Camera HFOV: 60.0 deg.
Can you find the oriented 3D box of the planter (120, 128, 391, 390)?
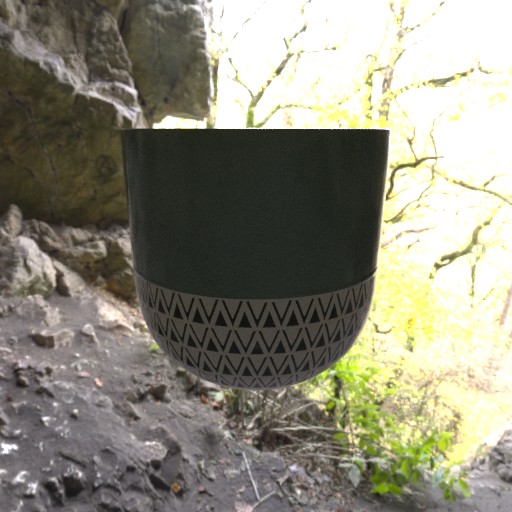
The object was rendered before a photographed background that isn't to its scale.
[{"bbox_3d":[0.000,0.000,0.489,0.266,0.270,0.266,0,16,0],"label":"planter"}]
